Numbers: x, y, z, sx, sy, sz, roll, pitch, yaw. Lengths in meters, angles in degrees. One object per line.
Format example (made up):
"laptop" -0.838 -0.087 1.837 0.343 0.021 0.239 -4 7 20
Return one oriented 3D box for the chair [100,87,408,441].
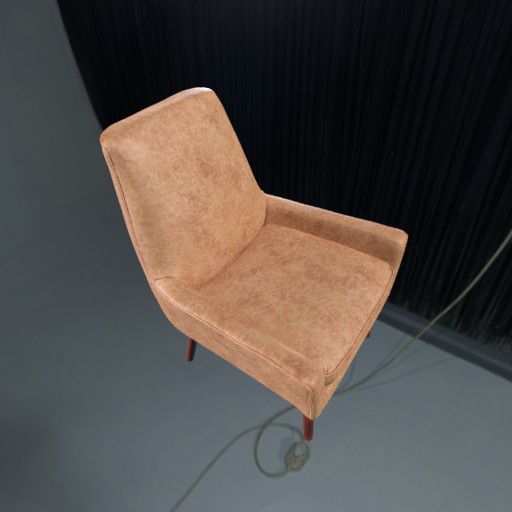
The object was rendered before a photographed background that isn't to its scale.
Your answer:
"chair" 0.000 0.000 1.515 0.851 0.883 0.753 23 46 24
